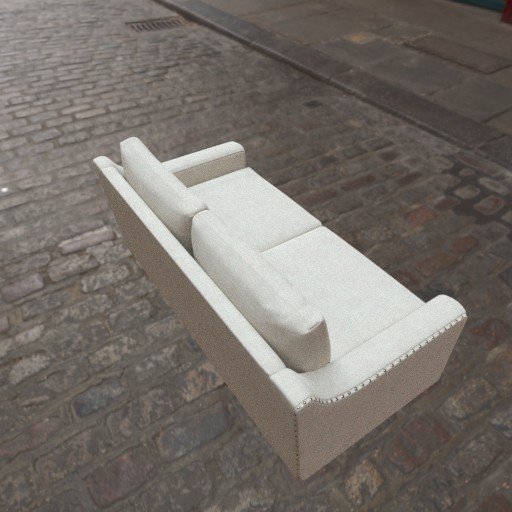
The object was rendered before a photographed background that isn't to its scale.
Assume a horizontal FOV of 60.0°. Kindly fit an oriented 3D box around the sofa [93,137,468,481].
[{"bbox_3d":[0.000,0.000,2.622,1.104,0.983,2.107,-24,47,-25],"label":"sofa"}]
